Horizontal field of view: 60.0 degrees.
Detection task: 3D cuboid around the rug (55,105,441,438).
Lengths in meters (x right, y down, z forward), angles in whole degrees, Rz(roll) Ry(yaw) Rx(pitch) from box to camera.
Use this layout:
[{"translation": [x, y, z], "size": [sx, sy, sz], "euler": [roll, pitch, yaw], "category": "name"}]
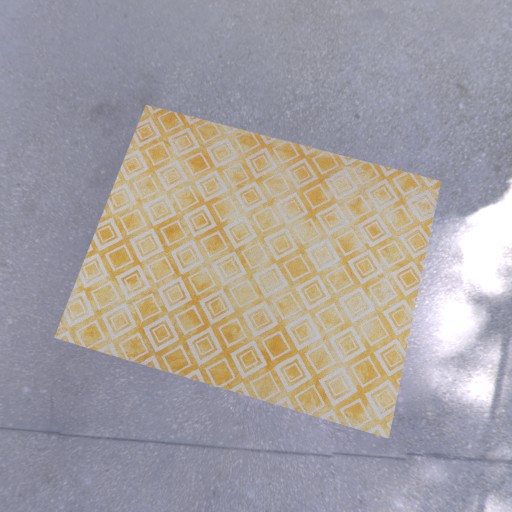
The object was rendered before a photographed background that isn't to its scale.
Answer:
[{"translation": [0.000, 0.000, 4.122], "size": [3.037, 0.011, 2.433], "euler": [16, 76, 4], "category": "rug"}]
